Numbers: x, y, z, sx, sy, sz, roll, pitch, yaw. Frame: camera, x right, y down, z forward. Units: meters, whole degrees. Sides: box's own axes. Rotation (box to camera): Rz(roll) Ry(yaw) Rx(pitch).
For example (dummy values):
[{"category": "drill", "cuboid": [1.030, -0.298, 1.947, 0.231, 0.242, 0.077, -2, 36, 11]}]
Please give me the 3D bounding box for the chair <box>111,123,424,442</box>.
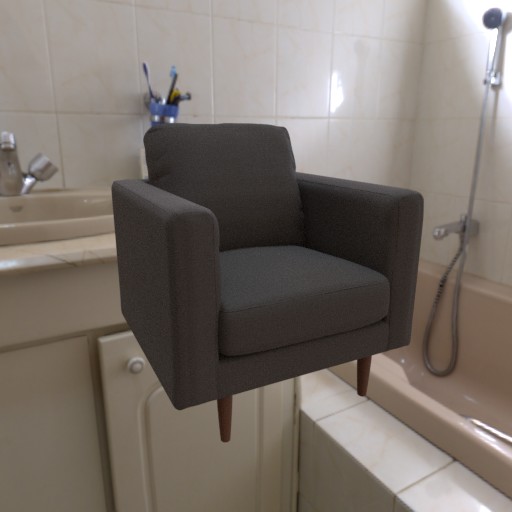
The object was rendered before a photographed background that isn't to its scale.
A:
[{"category": "chair", "cuboid": [0.000, 0.000, 1.594, 0.854, 0.927, 0.800, -8, 17, -26]}]
